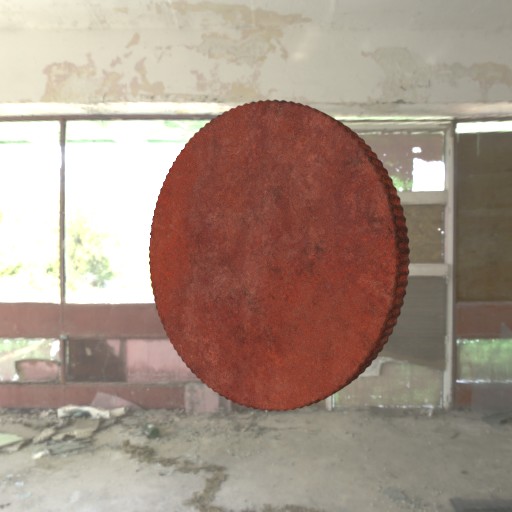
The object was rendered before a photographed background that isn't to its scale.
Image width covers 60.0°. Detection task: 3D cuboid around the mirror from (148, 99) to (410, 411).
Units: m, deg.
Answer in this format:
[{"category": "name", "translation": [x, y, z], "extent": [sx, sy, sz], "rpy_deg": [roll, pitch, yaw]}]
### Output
[{"category": "mirror", "translation": [0.000, 0.000, 0.904], "extent": [0.609, 0.609, 0.056], "rpy_deg": [1, 1, 37]}]
